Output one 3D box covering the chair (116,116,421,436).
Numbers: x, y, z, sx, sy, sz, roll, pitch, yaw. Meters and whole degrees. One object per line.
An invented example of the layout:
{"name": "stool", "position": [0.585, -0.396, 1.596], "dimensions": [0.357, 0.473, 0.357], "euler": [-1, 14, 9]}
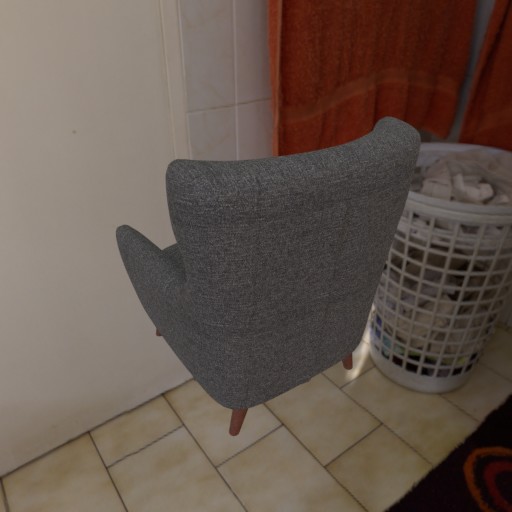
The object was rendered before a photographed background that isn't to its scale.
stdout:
{"name": "chair", "position": [0.000, 0.000, 1.754], "dimensions": [0.878, 1.063, 0.904], "euler": [-19, 36, -29]}
